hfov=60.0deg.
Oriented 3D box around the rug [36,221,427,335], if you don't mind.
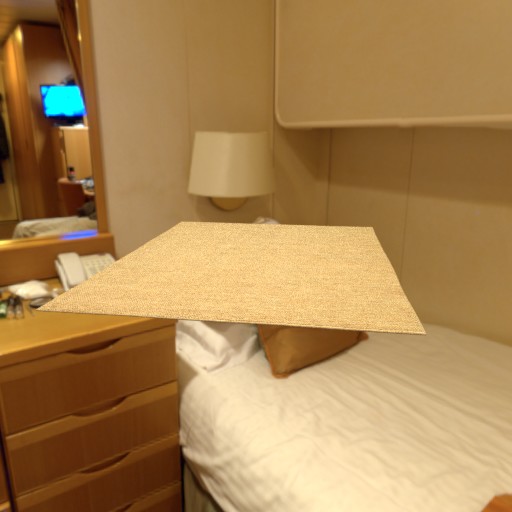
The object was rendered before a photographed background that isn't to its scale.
[{"bbox_3d":[0.000,0.000,4.117,2.406,0.012,3.034,2,15,8],"label":"rug"}]
